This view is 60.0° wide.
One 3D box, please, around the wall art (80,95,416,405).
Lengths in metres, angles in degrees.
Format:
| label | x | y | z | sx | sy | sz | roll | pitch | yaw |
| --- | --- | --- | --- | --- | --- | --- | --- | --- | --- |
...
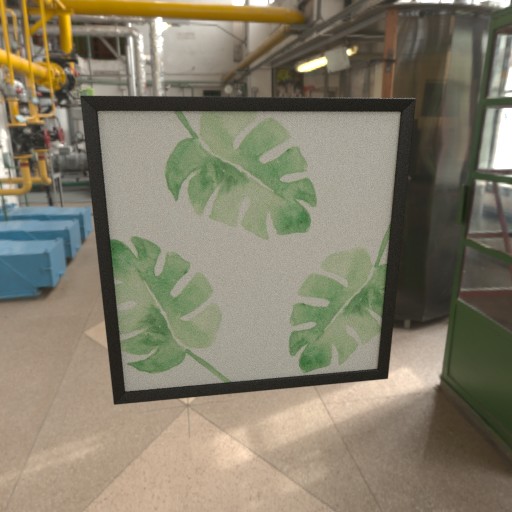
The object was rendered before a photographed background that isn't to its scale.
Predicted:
| label | x | y | z | sx | sy | sz | roll | pitch | yaw |
| --- | --- | --- | --- | --- | --- | --- | --- | --- | --- |
| wall art | 0.000 | 0.000 | 0.754 | 0.508 | 0.508 | 0.036 | -3 | 17 | -9 |
